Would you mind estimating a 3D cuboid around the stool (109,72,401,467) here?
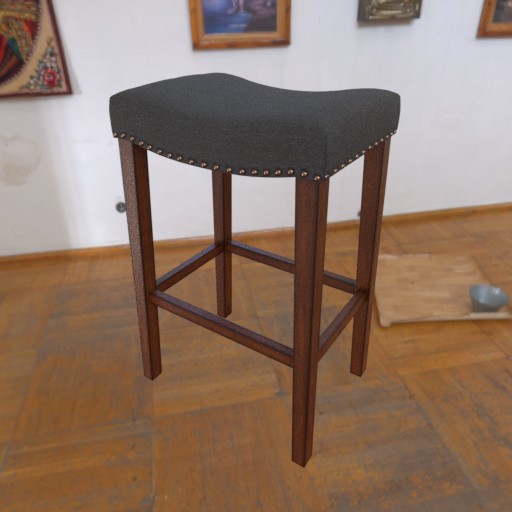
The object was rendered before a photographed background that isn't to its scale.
[{"bbox_3d":[0.000,0.000,1.050,0.502,0.760,0.366,19,35,29],"label":"stool"}]
